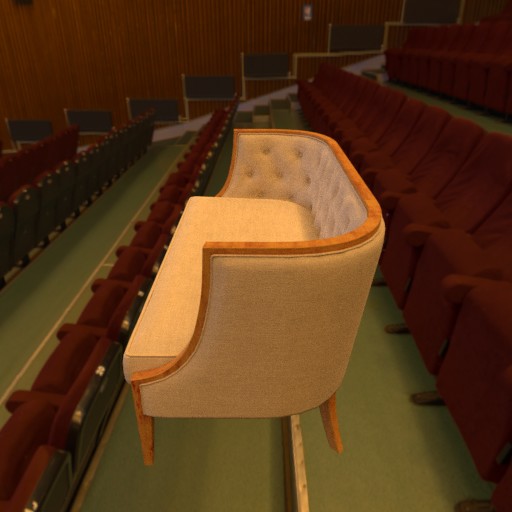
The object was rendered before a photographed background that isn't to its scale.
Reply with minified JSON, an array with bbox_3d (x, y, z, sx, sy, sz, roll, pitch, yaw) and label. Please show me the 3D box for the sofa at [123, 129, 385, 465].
[{"bbox_3d":[0.000,0.000,1.879,0.770,0.775,1.474,0,27,0],"label":"sofa"}]
